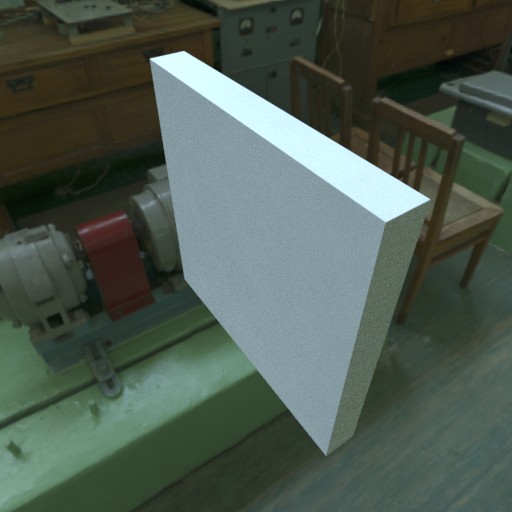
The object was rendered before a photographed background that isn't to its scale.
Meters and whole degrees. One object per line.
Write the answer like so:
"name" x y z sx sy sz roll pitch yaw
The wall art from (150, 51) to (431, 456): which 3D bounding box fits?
"wall art" 0.000 0.000 0.446 0.038 0.305 0.305 -25 49 -25
